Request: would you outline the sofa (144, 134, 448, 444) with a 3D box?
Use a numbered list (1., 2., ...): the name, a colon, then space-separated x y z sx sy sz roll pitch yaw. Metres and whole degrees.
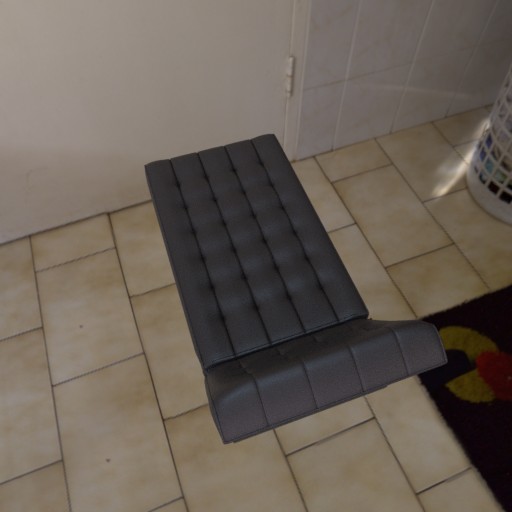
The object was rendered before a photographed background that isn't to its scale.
1. sofa: 0.000 0.000 2.010 0.760 0.820 1.560 -16 59 -10
